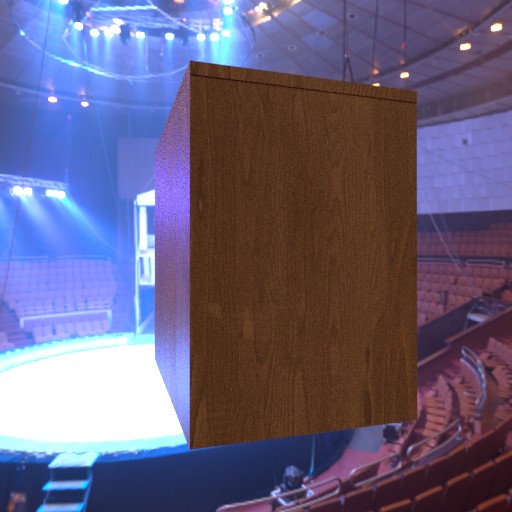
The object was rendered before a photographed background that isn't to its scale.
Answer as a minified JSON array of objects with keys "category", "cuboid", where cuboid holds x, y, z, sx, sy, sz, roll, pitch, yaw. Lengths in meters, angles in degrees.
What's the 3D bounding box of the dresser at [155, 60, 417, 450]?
[{"category":"dresser","cuboid":[0.000,0.000,1.332,0.529,0.762,0.809,0,0,-18]}]
